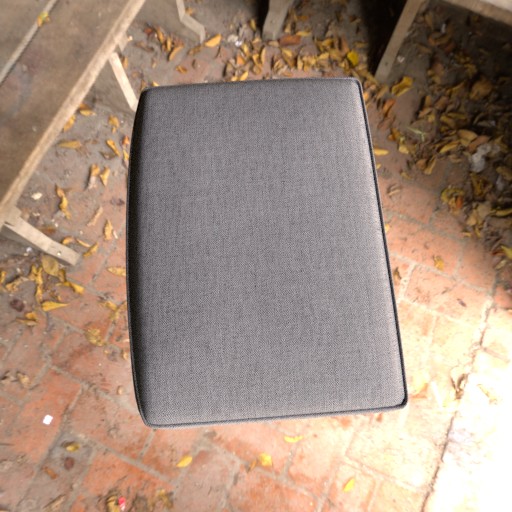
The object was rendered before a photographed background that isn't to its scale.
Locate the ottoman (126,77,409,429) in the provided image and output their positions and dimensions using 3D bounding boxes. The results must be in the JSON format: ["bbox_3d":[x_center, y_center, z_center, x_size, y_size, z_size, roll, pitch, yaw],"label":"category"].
[{"bbox_3d":[0.000,0.000,1.093,0.555,0.458,0.750,-4,75,-1],"label":"ottoman"}]
